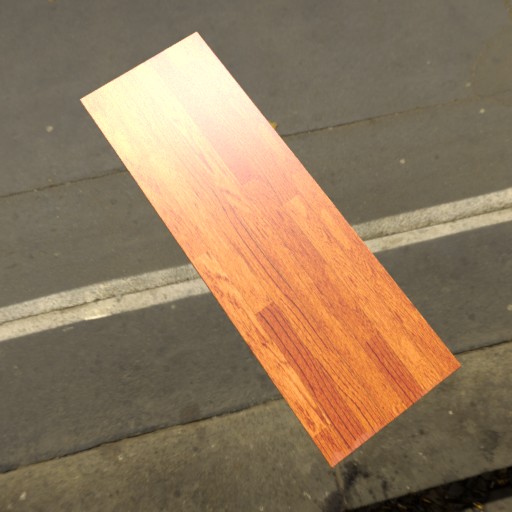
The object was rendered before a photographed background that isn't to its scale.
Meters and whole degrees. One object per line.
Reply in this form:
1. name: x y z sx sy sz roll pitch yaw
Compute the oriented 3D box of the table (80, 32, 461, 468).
1. table: 0.000 0.000 1.553 0.408 0.740 1.204 -34 78 -8
